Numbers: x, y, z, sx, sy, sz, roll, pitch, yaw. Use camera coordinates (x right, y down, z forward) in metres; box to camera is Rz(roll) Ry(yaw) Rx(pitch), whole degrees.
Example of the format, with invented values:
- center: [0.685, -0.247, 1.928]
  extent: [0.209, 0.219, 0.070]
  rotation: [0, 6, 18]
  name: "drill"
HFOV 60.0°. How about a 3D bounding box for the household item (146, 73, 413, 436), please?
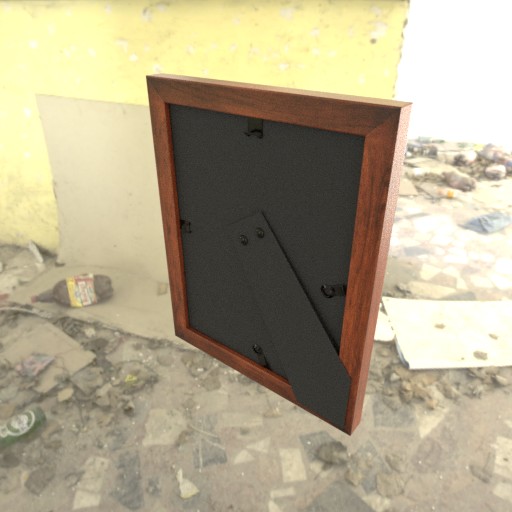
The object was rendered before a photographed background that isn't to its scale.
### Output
- center: [0.000, 0.000, 0.347]
  extent: [0.200, 0.250, 0.020]
  rotation: [21, 35, 33]
  name: "household item"
